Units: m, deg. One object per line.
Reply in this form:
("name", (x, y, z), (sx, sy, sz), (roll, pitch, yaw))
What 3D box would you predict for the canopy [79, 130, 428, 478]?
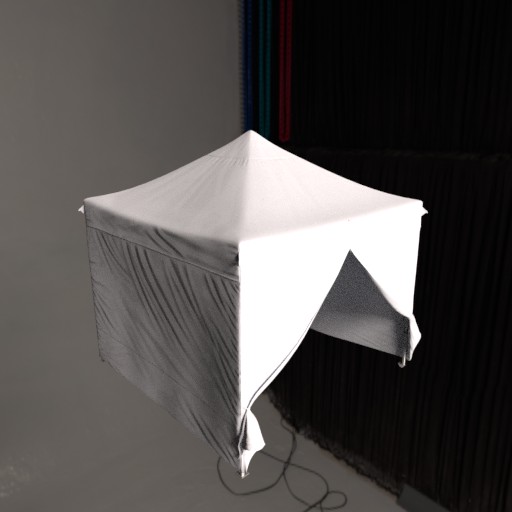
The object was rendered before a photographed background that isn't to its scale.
("canopy", (0.000, 0.000, 5.495), (3.043, 2.997, 3.121), (-15, 22, -41))
